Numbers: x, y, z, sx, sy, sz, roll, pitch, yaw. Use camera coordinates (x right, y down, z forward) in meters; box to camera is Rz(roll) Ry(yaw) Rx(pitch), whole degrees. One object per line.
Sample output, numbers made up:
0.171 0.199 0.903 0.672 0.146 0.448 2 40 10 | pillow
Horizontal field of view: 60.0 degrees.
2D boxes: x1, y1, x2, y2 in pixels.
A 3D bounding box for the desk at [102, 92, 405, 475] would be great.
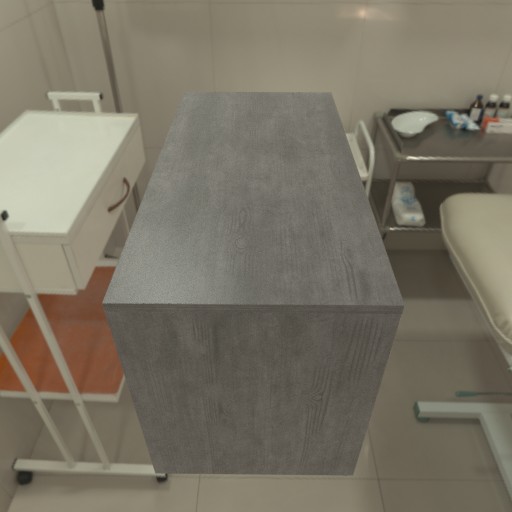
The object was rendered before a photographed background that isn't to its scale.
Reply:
0.000 0.000 1.575 0.600 0.740 1.200 0 39 0 | desk
